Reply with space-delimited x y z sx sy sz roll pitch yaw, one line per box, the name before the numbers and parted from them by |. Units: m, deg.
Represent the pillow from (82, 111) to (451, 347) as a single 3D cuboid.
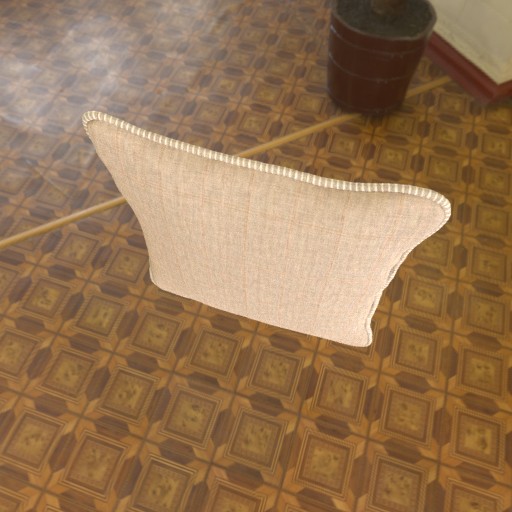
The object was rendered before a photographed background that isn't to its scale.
pillow | 0.000 0.000 0.744 0.485 0.494 0.124 15 60 9
